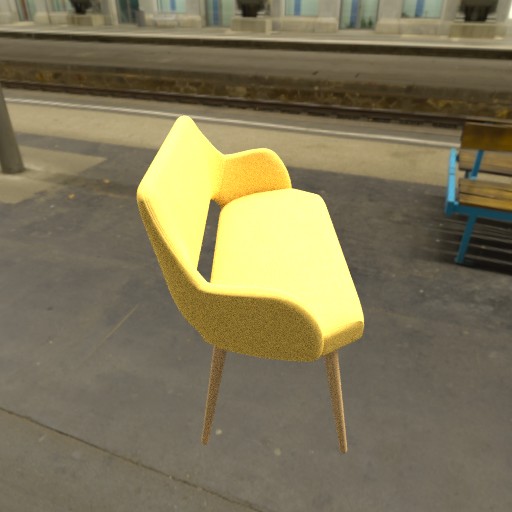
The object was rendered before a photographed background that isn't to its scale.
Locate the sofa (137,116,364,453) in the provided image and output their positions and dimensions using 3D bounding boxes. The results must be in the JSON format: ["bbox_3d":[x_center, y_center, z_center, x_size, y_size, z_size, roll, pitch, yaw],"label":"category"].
[{"bbox_3d":[0.000,0.000,1.625,0.610,0.840,1.150,0,31,-1],"label":"sofa"}]
